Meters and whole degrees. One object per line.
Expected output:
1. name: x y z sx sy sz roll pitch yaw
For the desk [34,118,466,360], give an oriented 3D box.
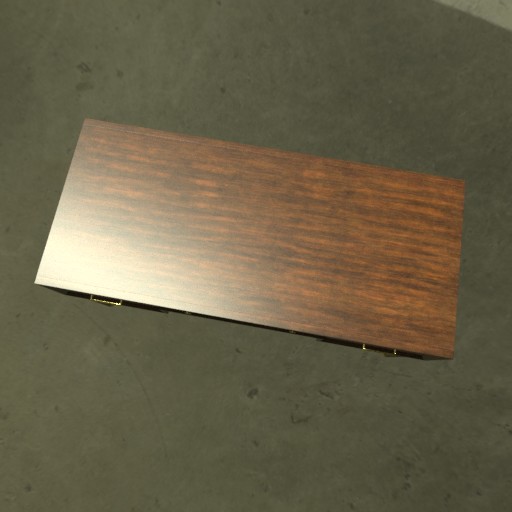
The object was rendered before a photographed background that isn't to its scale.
1. desk: 0.000 0.000 2.090 1.575 0.762 0.724 10 76 2
